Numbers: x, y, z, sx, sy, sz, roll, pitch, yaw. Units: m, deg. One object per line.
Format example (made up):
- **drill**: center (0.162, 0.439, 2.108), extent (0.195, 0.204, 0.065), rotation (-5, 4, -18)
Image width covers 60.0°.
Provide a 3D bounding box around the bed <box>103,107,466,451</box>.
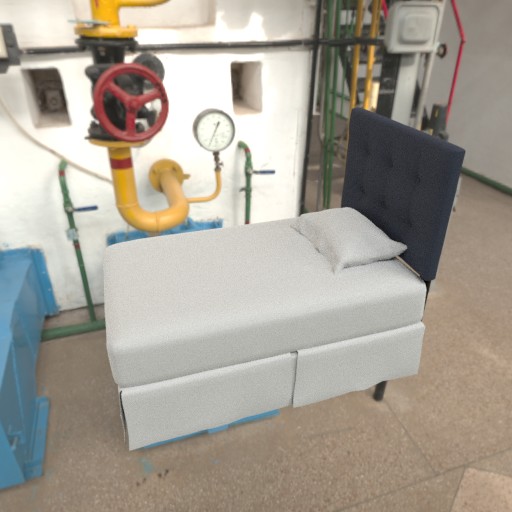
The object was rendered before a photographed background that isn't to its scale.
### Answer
- **bed**: center (0.000, 0.000, 2.917), extent (1.997, 1.571, 1.261), rotation (-9, 31, -15)
